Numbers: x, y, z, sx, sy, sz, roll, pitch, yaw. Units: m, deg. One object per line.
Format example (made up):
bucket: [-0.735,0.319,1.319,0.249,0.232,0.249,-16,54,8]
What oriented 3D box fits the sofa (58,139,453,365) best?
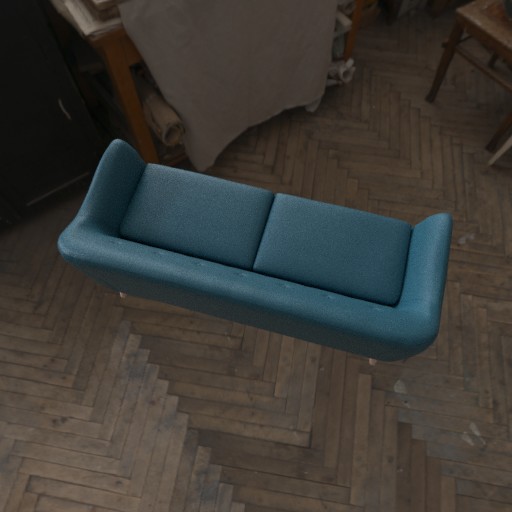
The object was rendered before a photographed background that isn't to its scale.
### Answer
sofa: [0.000,0.000,2.307,1.840,0.836,0.820,14,65,7]
